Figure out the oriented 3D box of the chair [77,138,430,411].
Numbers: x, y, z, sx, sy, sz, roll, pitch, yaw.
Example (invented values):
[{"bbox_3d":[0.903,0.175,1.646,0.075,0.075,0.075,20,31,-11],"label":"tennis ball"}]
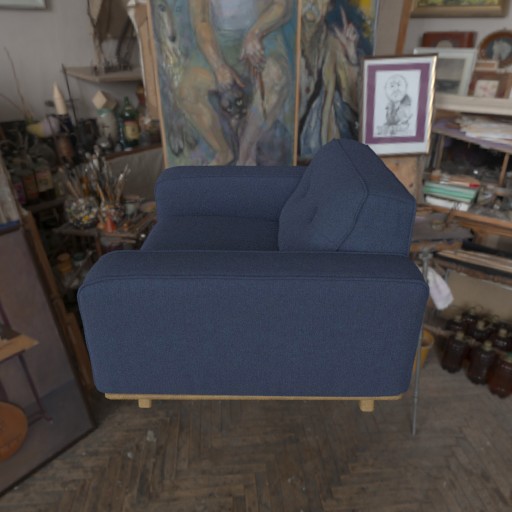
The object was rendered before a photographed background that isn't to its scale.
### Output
[{"bbox_3d":[0.000,0.000,1.722,0.953,0.783,1.118,1,27,1],"label":"chair"}]
